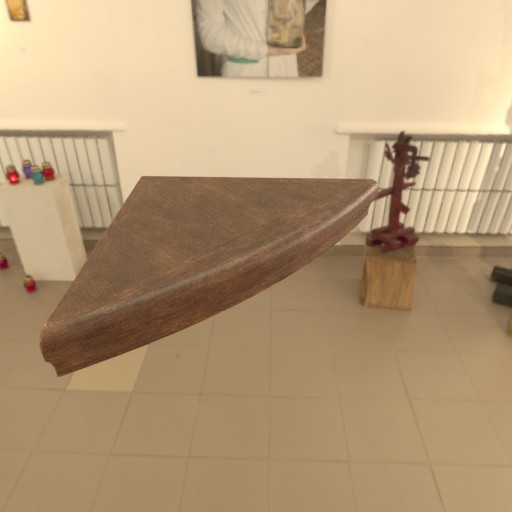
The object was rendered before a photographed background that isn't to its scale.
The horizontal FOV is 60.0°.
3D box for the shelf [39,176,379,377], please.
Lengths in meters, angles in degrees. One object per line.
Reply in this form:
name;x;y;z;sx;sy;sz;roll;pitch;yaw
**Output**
shelf;0.000;0.000;0.458;0.310;0.050;0.310;1;32;1
